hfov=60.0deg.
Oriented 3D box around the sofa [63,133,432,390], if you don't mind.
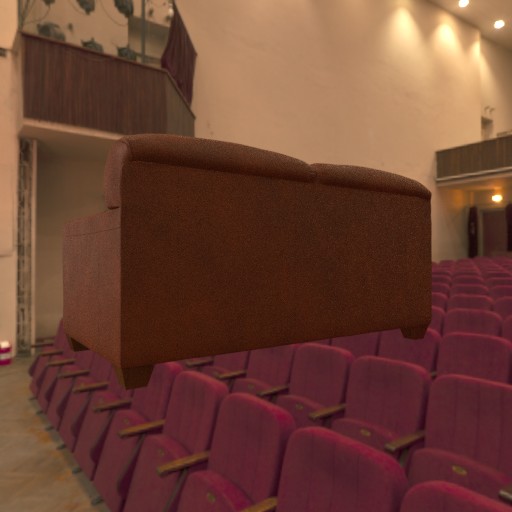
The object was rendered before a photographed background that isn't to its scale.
[{"bbox_3d":[0.000,0.000,2.454,1.856,0.966,1.000,0,0,-35],"label":"sofa"}]
